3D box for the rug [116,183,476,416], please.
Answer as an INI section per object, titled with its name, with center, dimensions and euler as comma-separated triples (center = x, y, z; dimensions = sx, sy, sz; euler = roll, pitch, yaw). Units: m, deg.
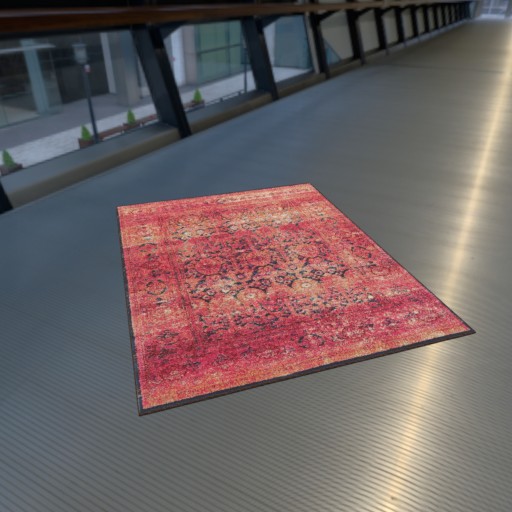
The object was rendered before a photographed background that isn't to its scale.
[rug]
center = 0.000, 0.000, 4.145
dimensions = 2.411, 0.020, 3.032
euler = -9, 33, -15
